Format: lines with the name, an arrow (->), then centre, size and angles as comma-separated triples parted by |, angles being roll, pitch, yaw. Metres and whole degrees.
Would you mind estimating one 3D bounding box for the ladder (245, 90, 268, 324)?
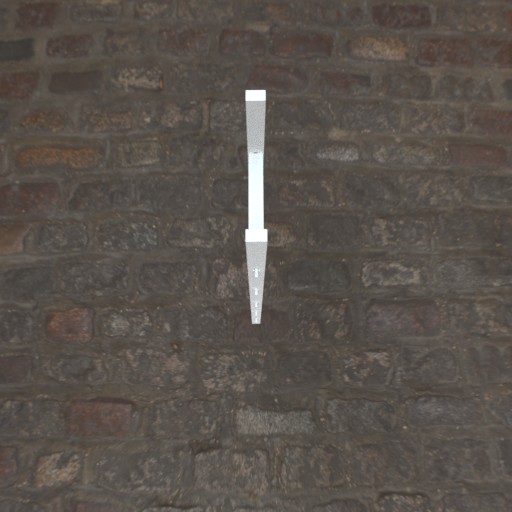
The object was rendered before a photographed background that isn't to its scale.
ladder -> 0.000, 0.000, 1.946 | 0.051, 1.797, 0.452 | 0, 75, 0
